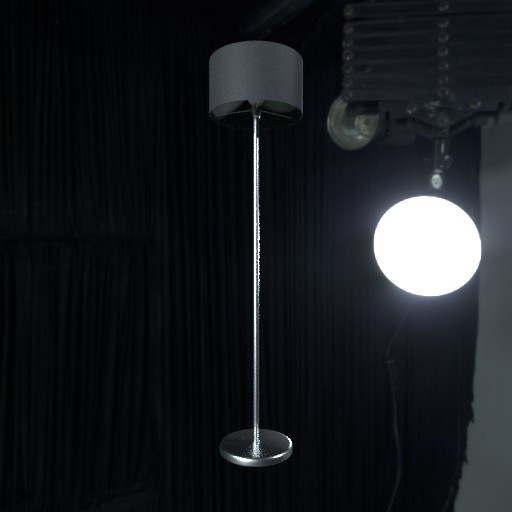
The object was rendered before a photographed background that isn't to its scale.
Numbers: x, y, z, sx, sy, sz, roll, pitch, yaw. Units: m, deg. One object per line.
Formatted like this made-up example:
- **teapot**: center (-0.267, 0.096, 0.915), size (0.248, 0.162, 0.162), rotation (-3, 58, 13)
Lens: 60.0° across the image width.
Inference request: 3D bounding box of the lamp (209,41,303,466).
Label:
- **lamp**: center (0.000, 0.000, 1.657), size (0.348, 1.443, 0.348), rotation (0, -1, -36)
